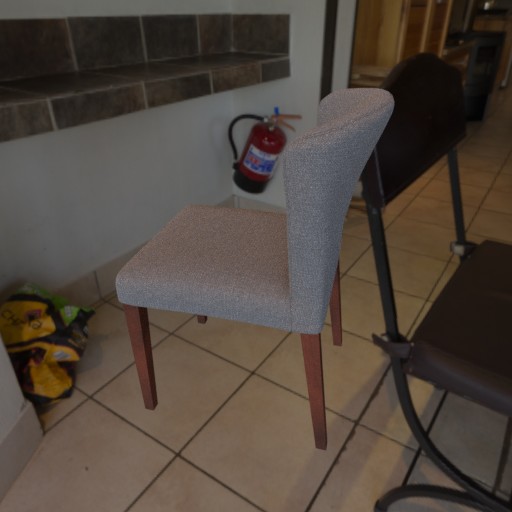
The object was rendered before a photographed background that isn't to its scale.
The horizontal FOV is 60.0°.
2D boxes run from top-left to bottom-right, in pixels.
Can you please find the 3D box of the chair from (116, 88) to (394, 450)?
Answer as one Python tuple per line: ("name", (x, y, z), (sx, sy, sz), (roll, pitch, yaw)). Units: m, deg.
("chair", (0.000, 0.000, 1.175), (0.589, 0.839, 0.491), (7, 30, 13))
